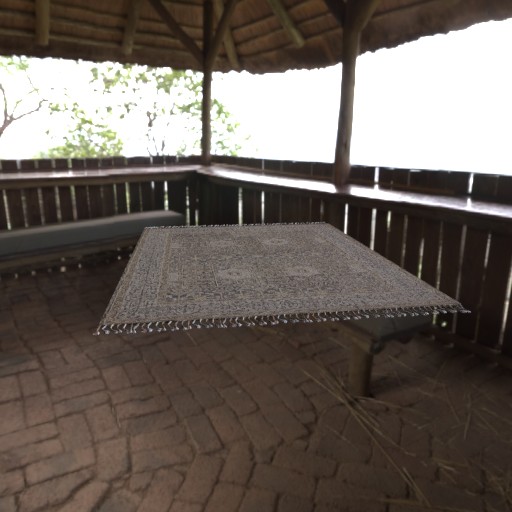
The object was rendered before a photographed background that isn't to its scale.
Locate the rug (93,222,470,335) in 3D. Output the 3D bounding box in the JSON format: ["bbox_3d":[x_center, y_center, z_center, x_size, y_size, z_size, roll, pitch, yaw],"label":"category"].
[{"bbox_3d":[0.000,0.000,4.340,2.431,0.017,3.291,-2,15,-8],"label":"rug"}]
